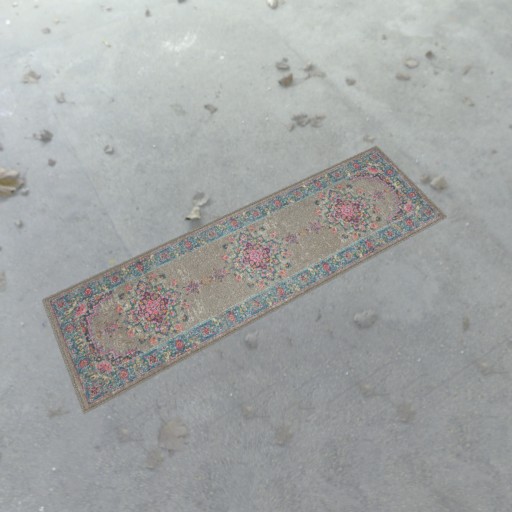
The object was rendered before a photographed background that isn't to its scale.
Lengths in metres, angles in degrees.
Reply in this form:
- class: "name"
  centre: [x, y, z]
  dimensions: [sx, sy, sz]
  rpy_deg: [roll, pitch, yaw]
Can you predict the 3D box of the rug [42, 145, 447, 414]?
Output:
- class: "rug"
  centre: [0.000, 0.000, 2.030]
  dimensions: [1.827, 0.012, 0.553]
  rpy_deg: [-26, 63, -15]
